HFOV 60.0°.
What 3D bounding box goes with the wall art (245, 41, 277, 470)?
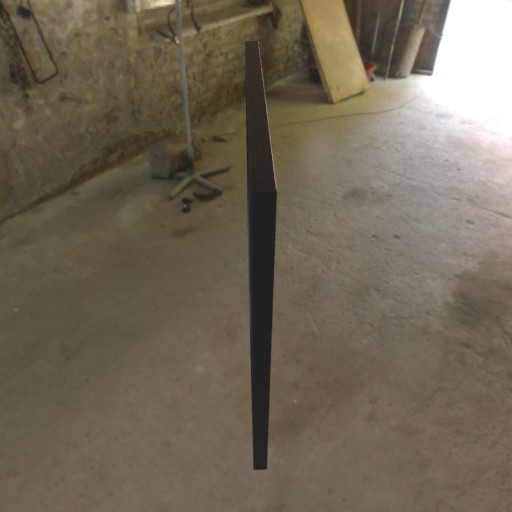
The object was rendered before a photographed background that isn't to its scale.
[{"bbox_3d":[0.000,0.000,0.688,0.021,0.509,0.430,-1,40,-1],"label":"wall art"}]
